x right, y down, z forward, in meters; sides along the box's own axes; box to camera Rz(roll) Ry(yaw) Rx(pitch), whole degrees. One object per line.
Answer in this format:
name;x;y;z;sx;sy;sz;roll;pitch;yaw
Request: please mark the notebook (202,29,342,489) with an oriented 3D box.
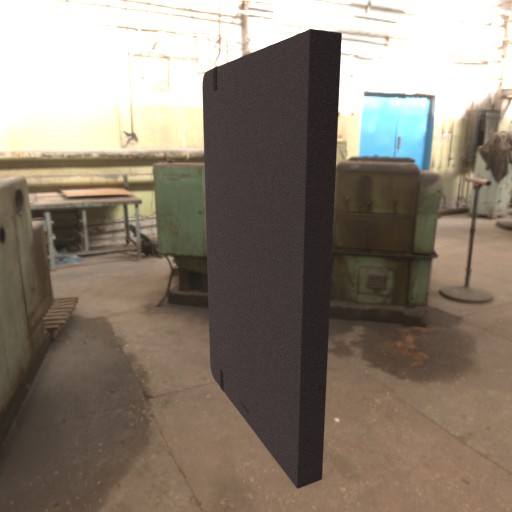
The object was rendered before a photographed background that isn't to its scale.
notebook;0.000;0.000;0.256;0.016;0.213;0.127;-7;16;-25
